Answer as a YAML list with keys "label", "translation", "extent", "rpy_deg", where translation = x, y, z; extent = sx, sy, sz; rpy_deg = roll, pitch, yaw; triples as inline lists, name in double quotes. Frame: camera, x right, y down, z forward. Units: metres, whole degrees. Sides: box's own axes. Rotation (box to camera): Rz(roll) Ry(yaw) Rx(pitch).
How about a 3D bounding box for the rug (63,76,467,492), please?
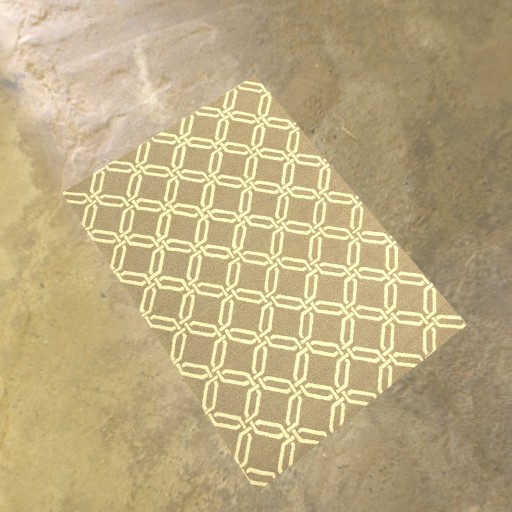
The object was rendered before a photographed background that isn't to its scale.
- label: "rug"
  translation: [0.000, 0.000, 4.353]
  extent: [2.441, 0.020, 3.419]
  rpy_deg: [-35, 77, -9]
